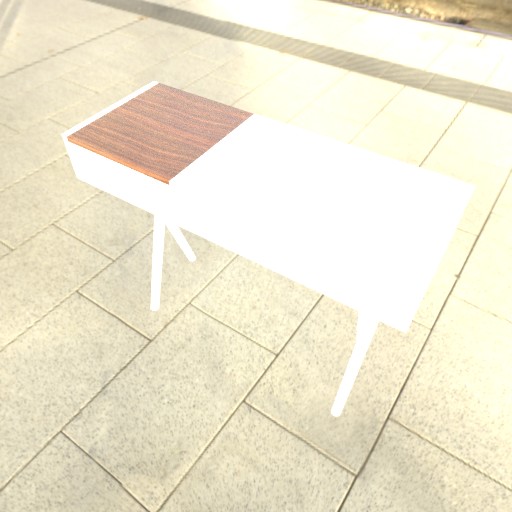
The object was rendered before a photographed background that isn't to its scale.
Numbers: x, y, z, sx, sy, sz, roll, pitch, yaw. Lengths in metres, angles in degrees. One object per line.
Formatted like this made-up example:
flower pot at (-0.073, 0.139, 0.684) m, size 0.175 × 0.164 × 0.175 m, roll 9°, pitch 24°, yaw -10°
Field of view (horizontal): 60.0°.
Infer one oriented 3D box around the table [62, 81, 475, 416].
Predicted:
table at (0.000, 0.000, 1.486) m, size 1.066 × 0.785 × 0.418 m, roll 25°, pitch 52°, yaw 22°
